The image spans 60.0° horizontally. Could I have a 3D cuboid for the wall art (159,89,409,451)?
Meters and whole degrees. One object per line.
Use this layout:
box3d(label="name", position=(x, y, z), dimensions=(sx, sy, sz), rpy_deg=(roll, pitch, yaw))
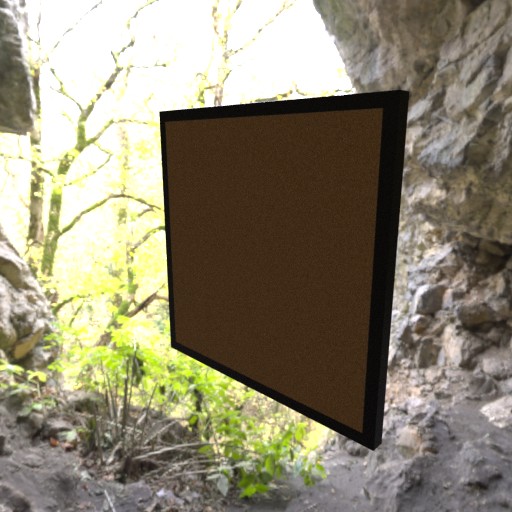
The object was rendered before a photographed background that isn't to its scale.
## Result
box3d(label="wall art", position=(0.000, 0.000, 1.171), dimensions=(0.765, 0.765, 0.038), rpy_deg=(13, 19, 42))
